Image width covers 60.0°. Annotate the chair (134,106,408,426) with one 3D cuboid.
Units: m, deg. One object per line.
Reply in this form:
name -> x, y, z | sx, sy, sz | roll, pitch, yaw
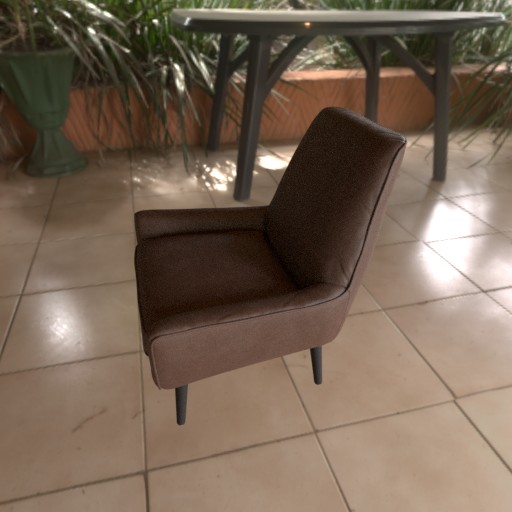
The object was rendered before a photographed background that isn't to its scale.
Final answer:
chair -> 0.000, 0.000, 1.540 | 0.824, 0.888, 0.787 | -8, 32, -13
